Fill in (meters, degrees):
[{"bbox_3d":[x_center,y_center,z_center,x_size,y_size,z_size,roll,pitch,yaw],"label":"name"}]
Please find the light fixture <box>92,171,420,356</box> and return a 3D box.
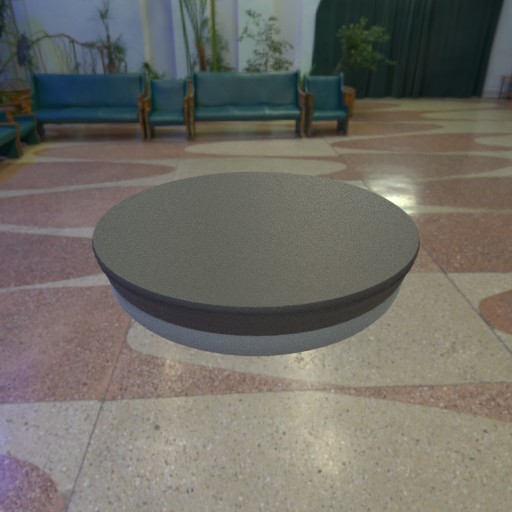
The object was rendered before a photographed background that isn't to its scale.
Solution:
[{"bbox_3d":[0.000,0.000,0.545,0.368,0.100,0.368,0,28,0],"label":"light fixture"}]
